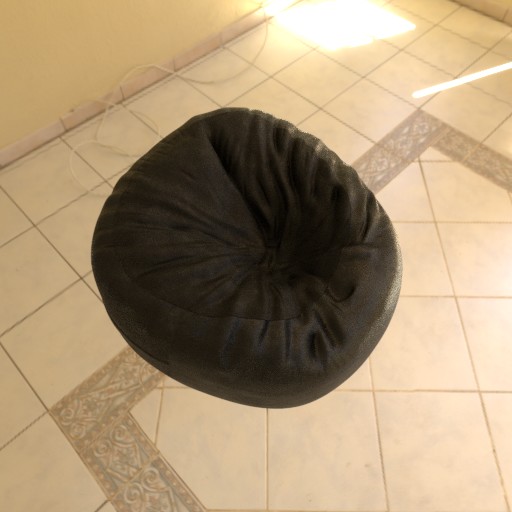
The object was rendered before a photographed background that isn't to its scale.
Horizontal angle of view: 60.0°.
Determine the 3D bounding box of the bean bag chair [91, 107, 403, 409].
[{"bbox_3d":[0.000,0.000,2.376,1.524,0.878,1.524,32,63,18],"label":"bean bag chair"}]
